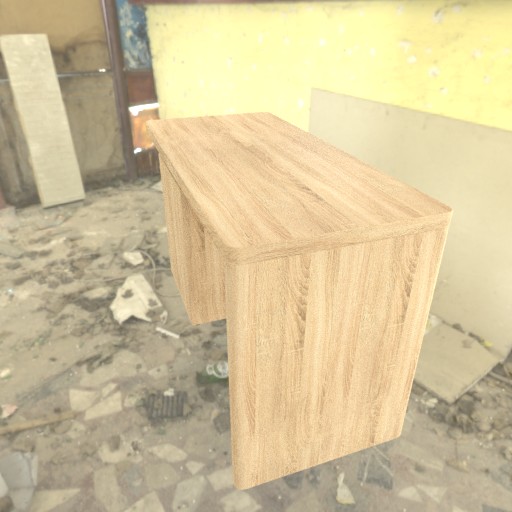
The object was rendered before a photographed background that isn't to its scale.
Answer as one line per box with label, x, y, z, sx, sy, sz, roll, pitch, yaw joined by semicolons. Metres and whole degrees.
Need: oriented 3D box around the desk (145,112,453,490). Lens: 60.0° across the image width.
desk;0.000;0.000;1.608;0.550;0.760;1.200;-10;31;-17
